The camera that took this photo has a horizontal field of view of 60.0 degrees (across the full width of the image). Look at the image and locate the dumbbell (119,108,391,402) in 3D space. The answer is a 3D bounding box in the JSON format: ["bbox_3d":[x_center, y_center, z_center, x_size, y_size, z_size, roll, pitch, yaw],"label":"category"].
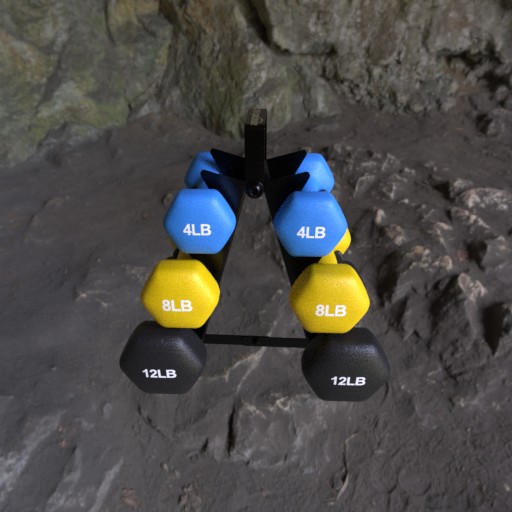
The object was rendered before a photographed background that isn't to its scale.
[{"bbox_3d":[0.000,0.000,0.687,0.409,0.426,0.255,2,31,3],"label":"dumbbell"}]
